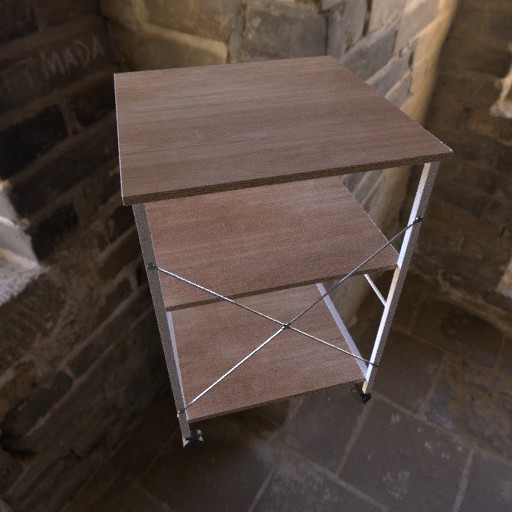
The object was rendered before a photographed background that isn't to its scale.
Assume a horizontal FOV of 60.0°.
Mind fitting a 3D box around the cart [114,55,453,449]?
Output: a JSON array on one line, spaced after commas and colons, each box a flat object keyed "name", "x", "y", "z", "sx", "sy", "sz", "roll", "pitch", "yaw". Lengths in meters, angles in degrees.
[{"name": "cart", "x": 0.000, "y": 0.000, "z": 1.102, "sx": 0.521, "sy": 0.762, "sz": 0.520, "roll": -10, "pitch": 42, "yaw": -11}]
